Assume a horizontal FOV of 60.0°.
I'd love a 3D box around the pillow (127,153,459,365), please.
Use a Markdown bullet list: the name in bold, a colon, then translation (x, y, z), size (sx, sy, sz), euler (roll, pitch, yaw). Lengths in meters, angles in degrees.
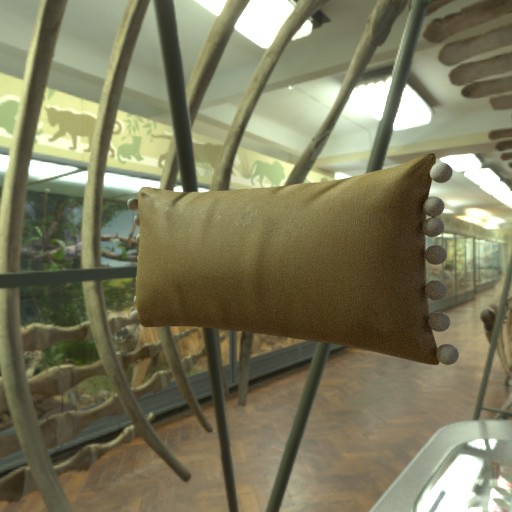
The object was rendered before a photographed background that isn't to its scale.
- **pillow**: translation (0.000, 0.000, 0.829), size (0.709, 0.322, 0.201), euler (0, 0, 37)
